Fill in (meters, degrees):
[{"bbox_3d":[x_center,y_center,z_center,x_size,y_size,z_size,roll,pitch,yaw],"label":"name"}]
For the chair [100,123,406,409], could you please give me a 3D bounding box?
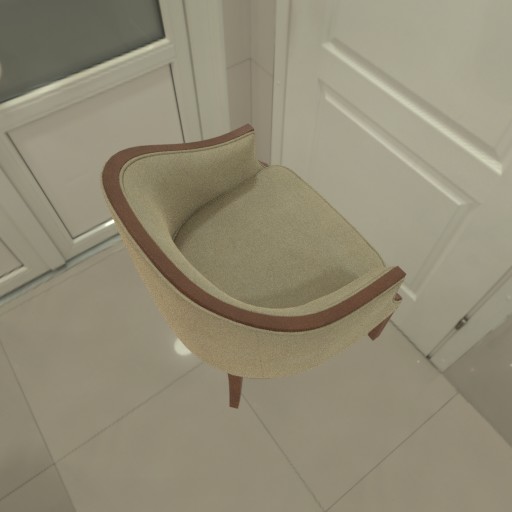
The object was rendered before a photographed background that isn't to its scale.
[{"bbox_3d":[0.000,0.000,1.489,0.735,0.876,0.803,-32,63,-18],"label":"chair"}]
